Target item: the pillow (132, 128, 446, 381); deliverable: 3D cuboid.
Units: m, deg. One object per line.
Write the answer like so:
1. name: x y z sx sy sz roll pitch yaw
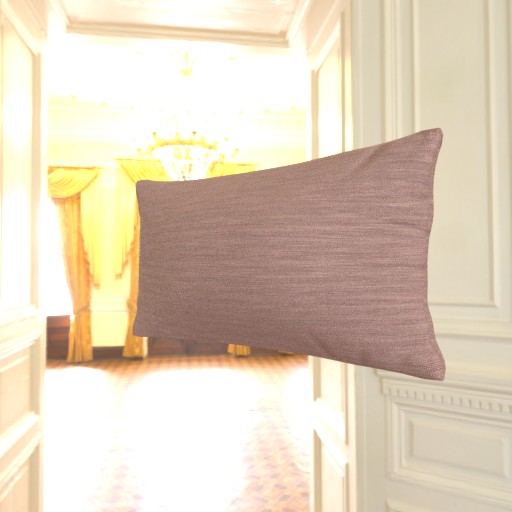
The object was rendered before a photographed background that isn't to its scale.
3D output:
1. pillow: 0.000 0.000 0.780 0.633 0.338 0.210 -1 -2 36
